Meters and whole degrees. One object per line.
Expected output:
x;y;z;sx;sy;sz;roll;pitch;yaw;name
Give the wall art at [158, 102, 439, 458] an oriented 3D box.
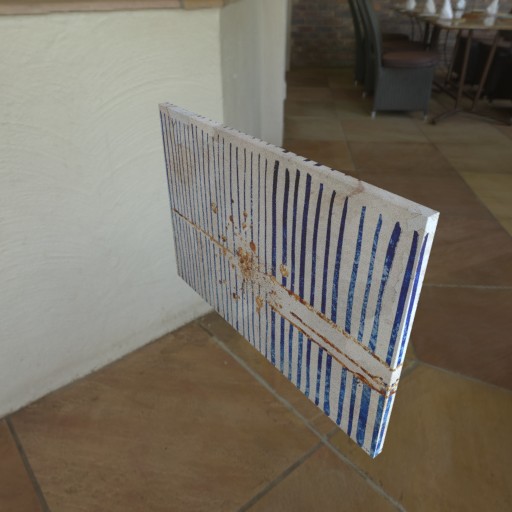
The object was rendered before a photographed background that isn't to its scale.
0.000;0.000;1.441;0.038;0.757;1.143;-22;38;-31;wall art
